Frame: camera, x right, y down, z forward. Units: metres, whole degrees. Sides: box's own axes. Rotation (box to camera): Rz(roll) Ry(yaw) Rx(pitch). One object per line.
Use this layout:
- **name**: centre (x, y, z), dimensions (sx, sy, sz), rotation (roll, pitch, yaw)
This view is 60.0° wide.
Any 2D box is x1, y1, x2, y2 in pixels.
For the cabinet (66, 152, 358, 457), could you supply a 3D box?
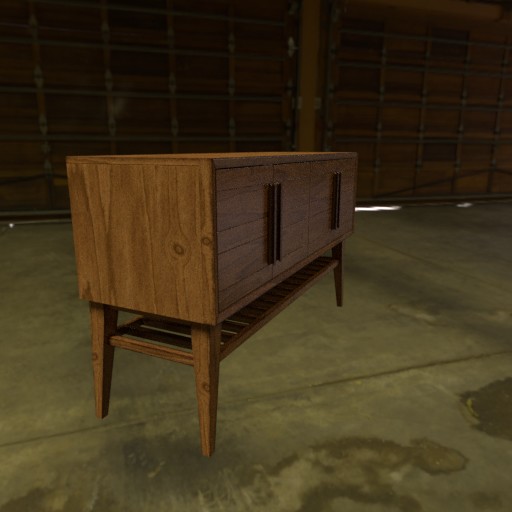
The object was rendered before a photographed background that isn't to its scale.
- **cabinet**: centre (0.000, 0.000, 1.785), dimensions (0.477, 0.802, 1.363), rotation (7, 15, 25)
